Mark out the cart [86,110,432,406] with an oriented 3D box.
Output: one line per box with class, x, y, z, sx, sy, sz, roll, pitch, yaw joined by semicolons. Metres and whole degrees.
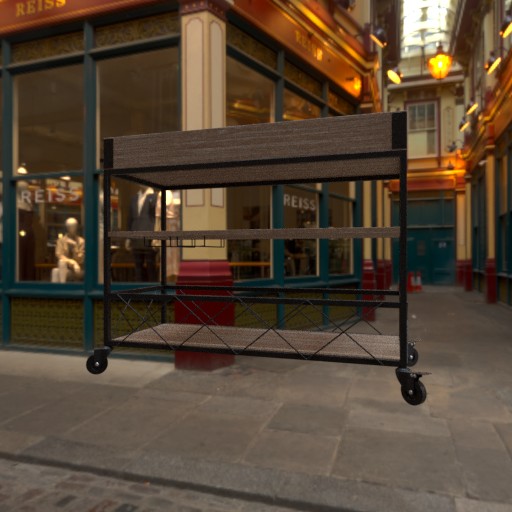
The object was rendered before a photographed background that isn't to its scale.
cart;0.000;0.000;1.530;1.101;0.787;0.500;0;0;18
